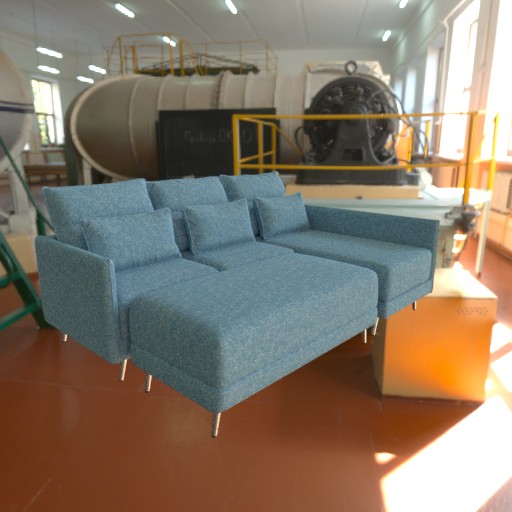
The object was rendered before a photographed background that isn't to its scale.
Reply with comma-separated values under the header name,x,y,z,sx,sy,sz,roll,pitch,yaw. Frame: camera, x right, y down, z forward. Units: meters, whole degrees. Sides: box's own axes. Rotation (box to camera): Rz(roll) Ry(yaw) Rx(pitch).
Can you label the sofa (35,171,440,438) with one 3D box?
name,x,y,z,sx,sy,sz,roll,pitch,yaw
sofa,0.000,0.000,2.694,1.420,0.899,2.034,13,20,42
